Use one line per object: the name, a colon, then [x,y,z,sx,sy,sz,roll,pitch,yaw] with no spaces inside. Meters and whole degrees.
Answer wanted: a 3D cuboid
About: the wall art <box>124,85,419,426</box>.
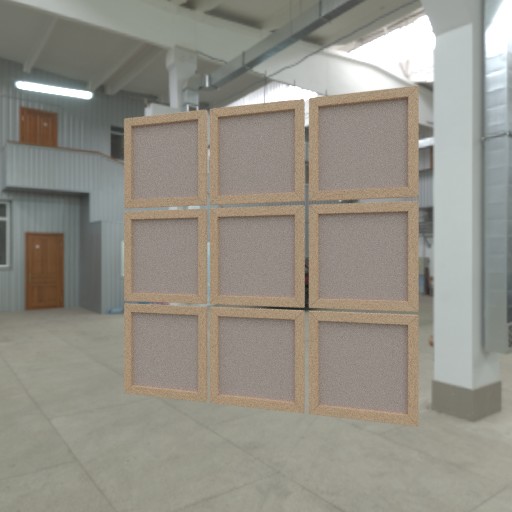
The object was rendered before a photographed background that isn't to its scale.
wall art: [0.000,0.000,1.332,0.917,0.910,0.012,0,0,18]
